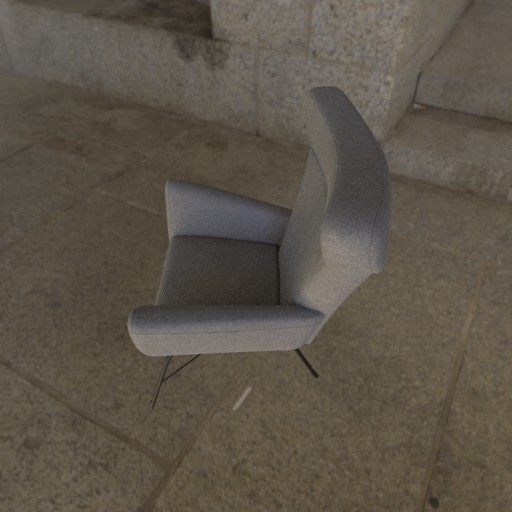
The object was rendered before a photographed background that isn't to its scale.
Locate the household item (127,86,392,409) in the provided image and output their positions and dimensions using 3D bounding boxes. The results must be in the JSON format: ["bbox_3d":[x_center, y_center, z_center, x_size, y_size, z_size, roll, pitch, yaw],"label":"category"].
[{"bbox_3d":[0.000,0.000,1.789,0.900,1.050,0.980,0,42,0],"label":"household item"}]
